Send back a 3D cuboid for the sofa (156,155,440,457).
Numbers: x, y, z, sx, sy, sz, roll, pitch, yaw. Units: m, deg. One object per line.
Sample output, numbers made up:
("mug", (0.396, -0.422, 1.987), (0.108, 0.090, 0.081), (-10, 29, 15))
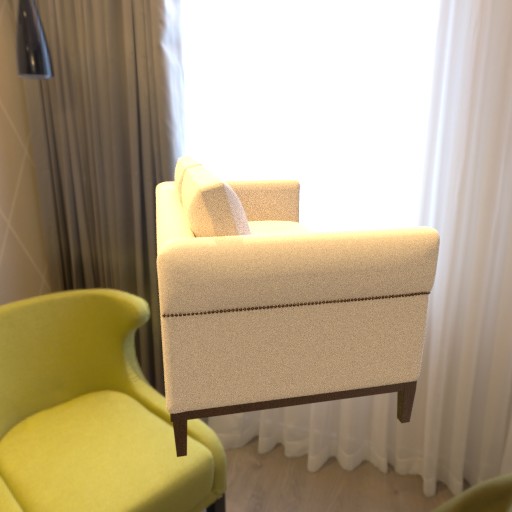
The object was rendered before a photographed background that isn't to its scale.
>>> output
("sofa", (0.000, 0.000, 2.112), (0.905, 0.873, 1.598), (-3, 16, -12))
